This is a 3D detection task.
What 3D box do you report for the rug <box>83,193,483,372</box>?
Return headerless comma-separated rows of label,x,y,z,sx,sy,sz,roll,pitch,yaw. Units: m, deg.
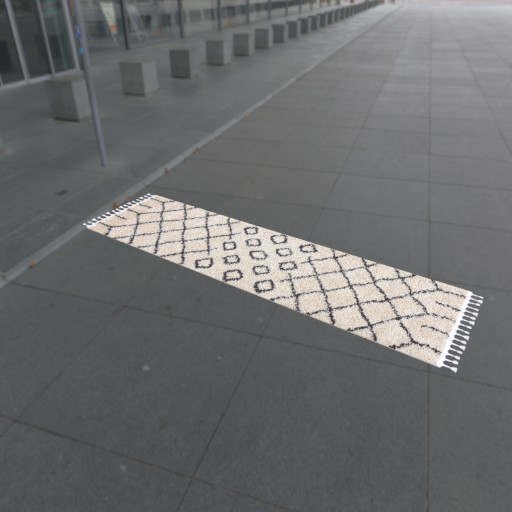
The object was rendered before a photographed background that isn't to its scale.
rug,0.000,0.000,2.690,2.464,0.005,0.660,19,36,28
